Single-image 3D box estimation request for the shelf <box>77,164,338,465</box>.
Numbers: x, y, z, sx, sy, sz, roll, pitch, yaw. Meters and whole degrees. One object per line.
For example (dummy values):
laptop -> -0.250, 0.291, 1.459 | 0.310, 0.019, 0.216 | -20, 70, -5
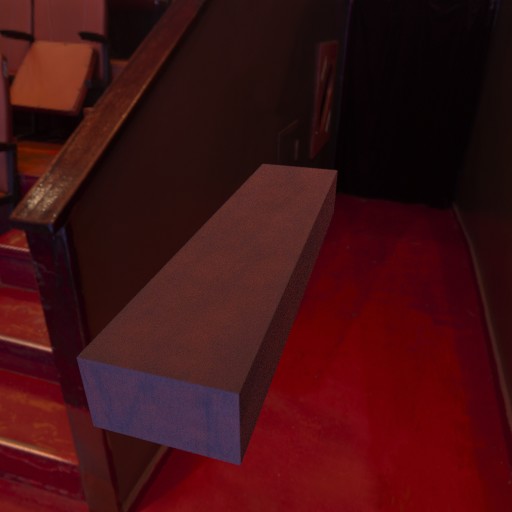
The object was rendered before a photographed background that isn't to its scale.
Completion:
shelf -> 0.000, 0.000, 0.651 | 0.152, 0.088, 0.607 | 8, 30, 15
